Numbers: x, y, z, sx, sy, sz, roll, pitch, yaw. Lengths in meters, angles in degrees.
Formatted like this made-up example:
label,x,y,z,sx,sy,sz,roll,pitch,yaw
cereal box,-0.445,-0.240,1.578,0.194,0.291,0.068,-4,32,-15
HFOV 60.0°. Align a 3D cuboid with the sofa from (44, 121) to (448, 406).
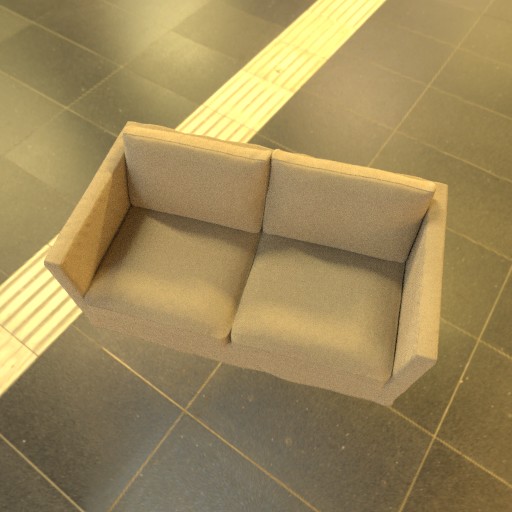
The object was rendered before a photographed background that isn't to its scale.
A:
label,x,y,z,sx,sy,sz,roll,pitch,yaw
sofa,0.000,0.000,2.277,1.719,0.835,0.962,13,60,8
